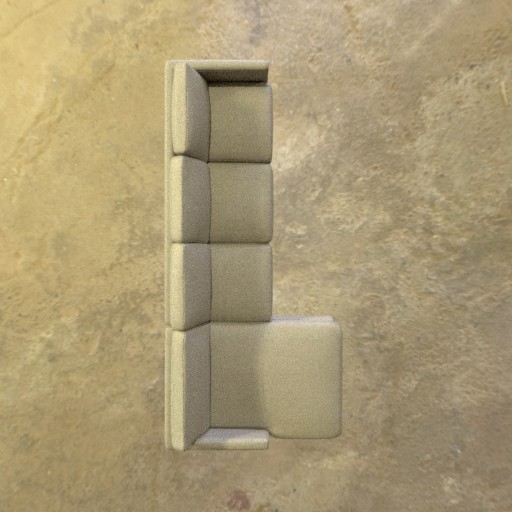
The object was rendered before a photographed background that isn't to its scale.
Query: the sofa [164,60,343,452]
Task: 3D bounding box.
[{"bbox_3d":[0.000,0.000,3.830,1.502,0.876,3.201,0,90,0],"label":"sofa"}]
